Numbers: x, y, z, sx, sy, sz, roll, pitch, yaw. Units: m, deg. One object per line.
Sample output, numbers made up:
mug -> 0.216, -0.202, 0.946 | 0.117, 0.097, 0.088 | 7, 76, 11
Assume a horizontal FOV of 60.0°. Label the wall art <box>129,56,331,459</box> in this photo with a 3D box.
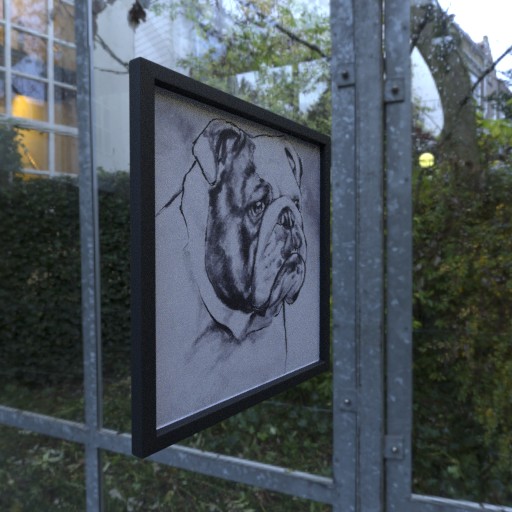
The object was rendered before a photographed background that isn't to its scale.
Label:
wall art -> 0.000, 0.000, 0.685 | 0.022, 0.453, 0.456 | 1, 2, 37
